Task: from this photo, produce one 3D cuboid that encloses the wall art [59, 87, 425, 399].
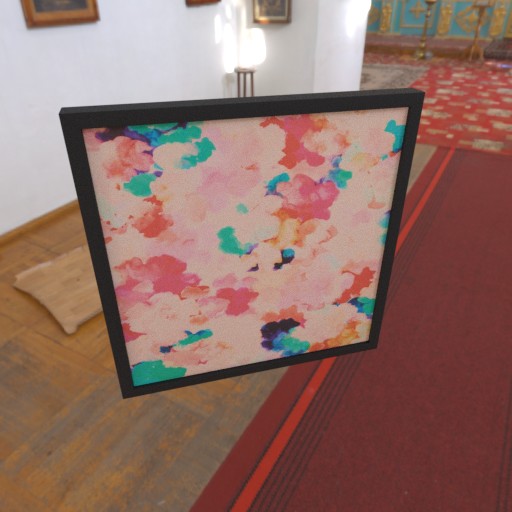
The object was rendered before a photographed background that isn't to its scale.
[{"bbox_3d":[0.000,0.000,0.739,0.506,0.503,0.036,-8,32,-13],"label":"wall art"}]
